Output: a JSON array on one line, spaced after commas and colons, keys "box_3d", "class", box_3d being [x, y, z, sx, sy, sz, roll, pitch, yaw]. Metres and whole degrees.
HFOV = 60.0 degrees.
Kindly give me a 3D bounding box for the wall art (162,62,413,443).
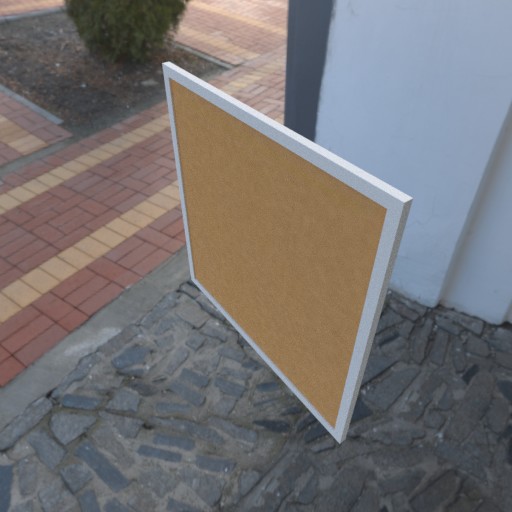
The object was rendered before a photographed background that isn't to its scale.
[{"box_3d": [0.000, 0.000, 0.684, 0.012, 0.457, 0.457, -26, 48, -27], "class": "wall art"}]
